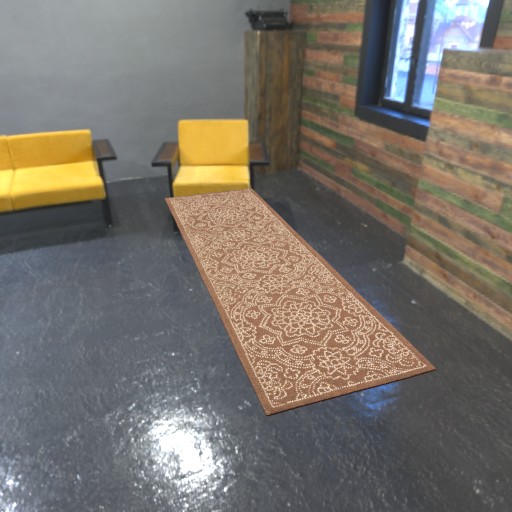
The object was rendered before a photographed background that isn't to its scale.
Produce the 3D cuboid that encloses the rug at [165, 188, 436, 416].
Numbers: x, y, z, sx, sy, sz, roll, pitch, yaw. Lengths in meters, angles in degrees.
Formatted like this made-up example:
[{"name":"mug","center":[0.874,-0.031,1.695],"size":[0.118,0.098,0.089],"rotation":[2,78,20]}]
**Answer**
[{"name":"rug","center":[0.000,0.000,2.780],"size":[0.769,0.012,2.448],"rotation":[-9,29,-17]}]
